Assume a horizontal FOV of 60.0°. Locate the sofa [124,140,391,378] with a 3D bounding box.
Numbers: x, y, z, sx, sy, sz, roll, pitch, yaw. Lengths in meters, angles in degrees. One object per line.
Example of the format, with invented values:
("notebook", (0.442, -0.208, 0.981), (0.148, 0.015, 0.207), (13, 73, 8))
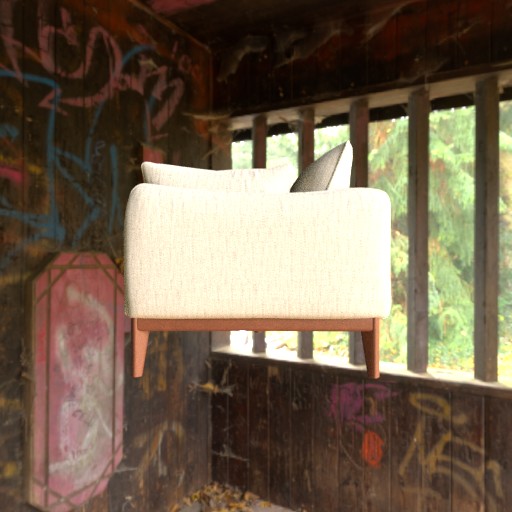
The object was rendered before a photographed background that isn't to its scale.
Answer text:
("sofa", (0.000, 0.000, 2.509), (0.991, 0.860, 1.989), (0, 0, 1))
